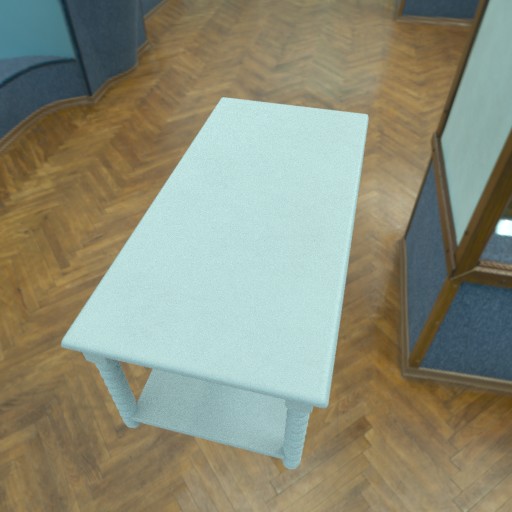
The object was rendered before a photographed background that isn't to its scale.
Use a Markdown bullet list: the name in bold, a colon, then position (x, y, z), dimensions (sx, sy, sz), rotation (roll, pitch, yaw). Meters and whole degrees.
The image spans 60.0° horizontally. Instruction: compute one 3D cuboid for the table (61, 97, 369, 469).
- **table**: position (0.000, 0.000, 1.466), dimensions (0.580, 0.487, 1.171), rotation (10, 46, 10)
